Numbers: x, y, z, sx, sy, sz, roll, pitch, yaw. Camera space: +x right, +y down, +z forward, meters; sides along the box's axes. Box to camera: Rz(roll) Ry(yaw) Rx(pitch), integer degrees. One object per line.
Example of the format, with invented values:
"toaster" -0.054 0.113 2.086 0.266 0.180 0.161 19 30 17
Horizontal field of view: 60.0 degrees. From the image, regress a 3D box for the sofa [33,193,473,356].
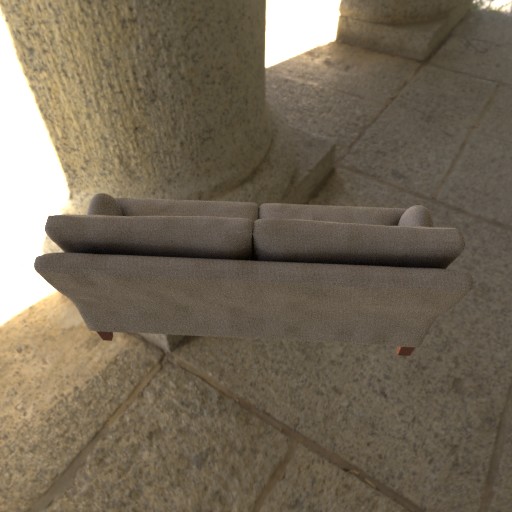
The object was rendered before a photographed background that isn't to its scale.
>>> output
"sofa" 0.000 0.000 2.786 2.193 1.096 1.069 2 48 2
